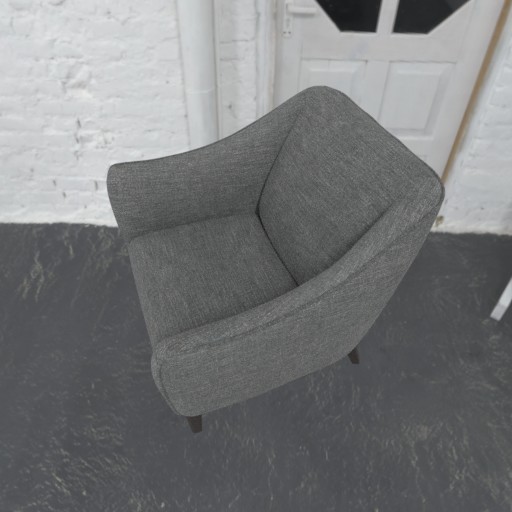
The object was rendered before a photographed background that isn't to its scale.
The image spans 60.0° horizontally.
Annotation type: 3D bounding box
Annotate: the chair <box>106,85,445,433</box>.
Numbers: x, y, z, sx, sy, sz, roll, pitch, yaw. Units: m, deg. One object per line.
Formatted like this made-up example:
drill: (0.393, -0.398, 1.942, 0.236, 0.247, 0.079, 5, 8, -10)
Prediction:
chair: (0.000, 0.000, 1.531, 0.851, 0.829, 0.870, -15, 47, -15)
